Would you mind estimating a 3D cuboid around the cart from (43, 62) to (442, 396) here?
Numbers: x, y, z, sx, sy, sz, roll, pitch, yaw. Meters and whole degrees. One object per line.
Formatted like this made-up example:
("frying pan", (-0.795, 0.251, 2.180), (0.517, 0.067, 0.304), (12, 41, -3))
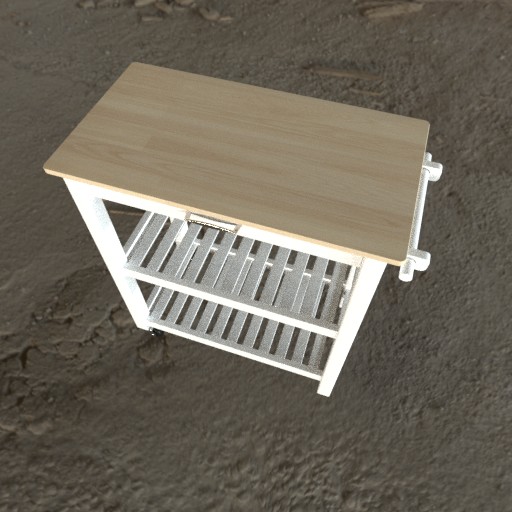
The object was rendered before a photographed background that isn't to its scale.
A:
("cart", (0.000, 0.000, 1.448), (0.899, 0.927, 0.457), (15, 57, 10))
